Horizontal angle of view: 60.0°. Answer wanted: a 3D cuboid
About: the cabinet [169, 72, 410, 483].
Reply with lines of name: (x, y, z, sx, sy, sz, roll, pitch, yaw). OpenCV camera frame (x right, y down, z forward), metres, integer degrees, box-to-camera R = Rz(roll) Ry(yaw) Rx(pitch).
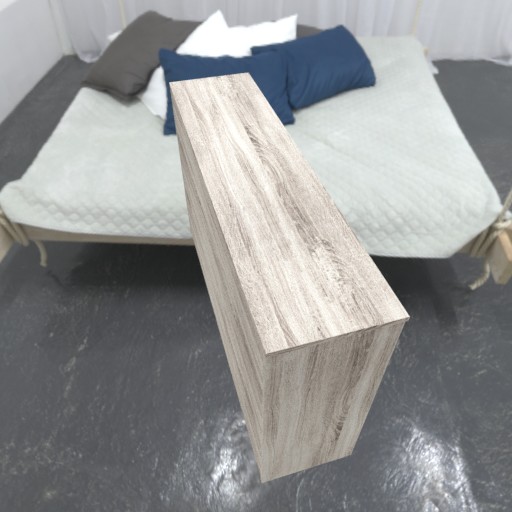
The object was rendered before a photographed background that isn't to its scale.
cabinet: (0.000, 0.000, 1.850, 0.380, 0.900, 1.450, -12, 47, -11)
